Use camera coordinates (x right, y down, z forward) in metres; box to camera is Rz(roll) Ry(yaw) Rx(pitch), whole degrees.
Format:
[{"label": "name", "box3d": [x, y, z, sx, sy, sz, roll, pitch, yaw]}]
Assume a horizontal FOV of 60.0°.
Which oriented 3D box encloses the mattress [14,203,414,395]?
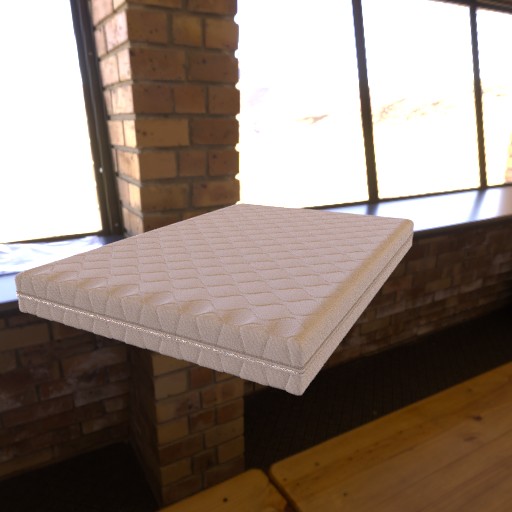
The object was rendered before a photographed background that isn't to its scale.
[{"label": "mattress", "box3d": [0.000, 0.000, 2.524, 1.400, 0.200, 2.000, 9, 19, 27]}]
